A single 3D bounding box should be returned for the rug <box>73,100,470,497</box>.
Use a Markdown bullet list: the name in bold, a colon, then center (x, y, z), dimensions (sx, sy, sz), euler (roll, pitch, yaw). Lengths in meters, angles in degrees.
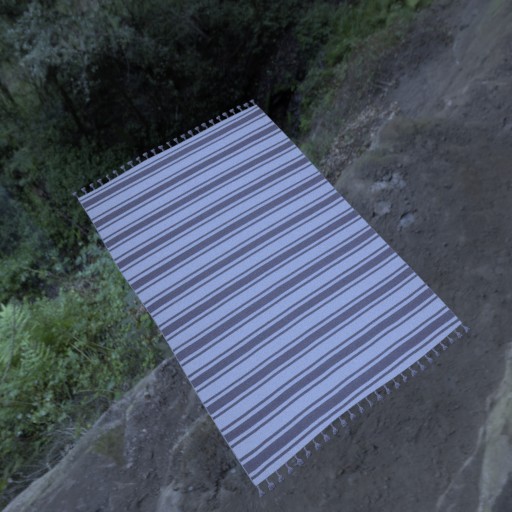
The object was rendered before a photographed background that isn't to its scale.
- **rug**: center (0.000, 0.000, 3.782), dimensions (2.030, 0.017, 3.040), euler (-32, 68, -15)
